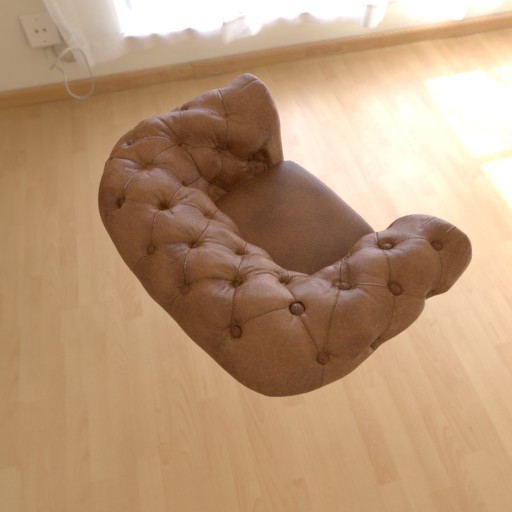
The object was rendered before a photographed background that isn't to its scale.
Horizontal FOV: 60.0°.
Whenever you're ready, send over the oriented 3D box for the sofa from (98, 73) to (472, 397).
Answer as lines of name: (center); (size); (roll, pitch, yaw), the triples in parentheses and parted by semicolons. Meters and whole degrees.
sofa: (0.000, 0.000, 2.032); (1.033, 0.878, 1.405); (-35, 64, -20)
